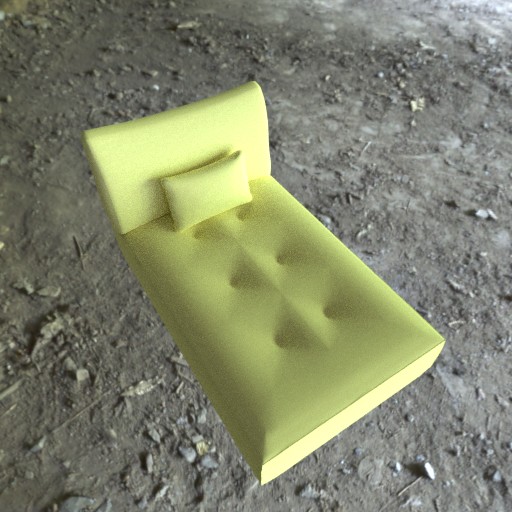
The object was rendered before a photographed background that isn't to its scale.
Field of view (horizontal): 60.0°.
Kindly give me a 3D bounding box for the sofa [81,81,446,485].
[{"bbox_3d":[0.000,0.000,1.963,0.930,0.820,1.450,-26,53,-21],"label":"sofa"}]
